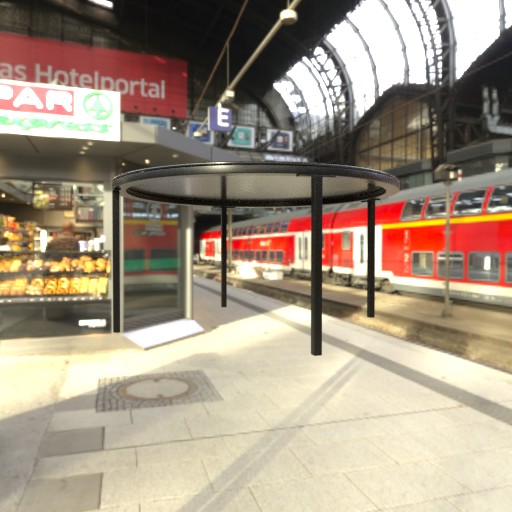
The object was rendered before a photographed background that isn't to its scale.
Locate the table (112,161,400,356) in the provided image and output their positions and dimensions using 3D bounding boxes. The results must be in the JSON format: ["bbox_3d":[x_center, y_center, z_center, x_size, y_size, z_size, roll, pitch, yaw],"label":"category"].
[{"bbox_3d":[0.000,0.000,1.296,0.800,0.400,0.800,0,1,0],"label":"table"}]
